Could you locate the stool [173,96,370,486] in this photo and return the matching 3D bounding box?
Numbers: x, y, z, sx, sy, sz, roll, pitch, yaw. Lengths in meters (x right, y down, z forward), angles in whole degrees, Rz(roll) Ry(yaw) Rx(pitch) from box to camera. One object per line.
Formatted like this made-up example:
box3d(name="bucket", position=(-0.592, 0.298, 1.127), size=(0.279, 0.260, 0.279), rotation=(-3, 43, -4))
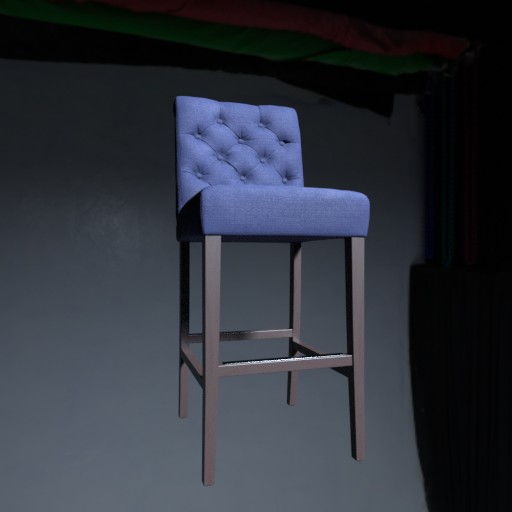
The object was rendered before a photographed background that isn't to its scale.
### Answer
box3d(name="stool", position=(0.000, 0.000, 1.430), size=(0.493, 1.140, 0.601), rotation=(0, 0, -18))
